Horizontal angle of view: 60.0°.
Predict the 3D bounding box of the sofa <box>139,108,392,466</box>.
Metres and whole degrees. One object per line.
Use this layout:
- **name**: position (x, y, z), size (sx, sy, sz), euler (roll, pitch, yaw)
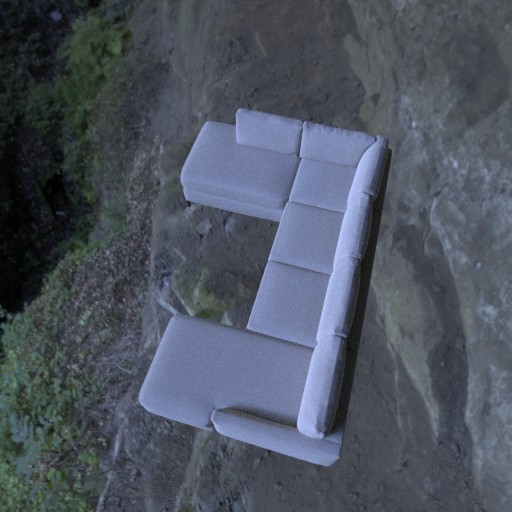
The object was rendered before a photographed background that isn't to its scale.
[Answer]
- **sofa**: position (0.000, 0.000, 3.935), size (1.989, 0.862, 2.984), euler (14, 59, 8)
